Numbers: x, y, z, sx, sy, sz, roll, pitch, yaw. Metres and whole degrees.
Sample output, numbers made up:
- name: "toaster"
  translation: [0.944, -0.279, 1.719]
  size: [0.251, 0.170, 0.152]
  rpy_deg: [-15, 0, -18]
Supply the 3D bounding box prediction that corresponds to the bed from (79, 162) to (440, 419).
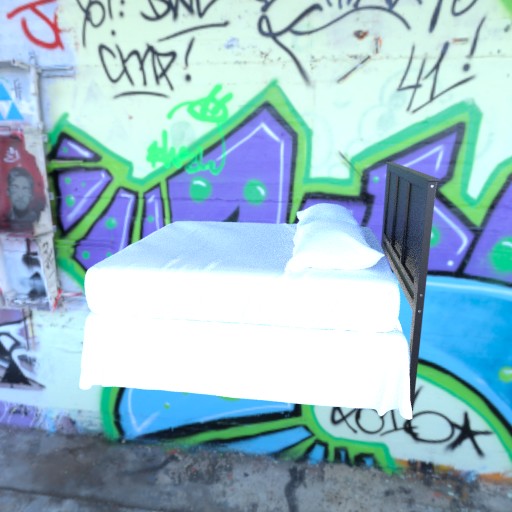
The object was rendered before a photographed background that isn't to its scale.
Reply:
- name: "bed"
  translation: [0.000, 0.000, 3.205]
  size: [2.050, 1.270, 1.870]
  rpy_deg: [2, 15, 9]
